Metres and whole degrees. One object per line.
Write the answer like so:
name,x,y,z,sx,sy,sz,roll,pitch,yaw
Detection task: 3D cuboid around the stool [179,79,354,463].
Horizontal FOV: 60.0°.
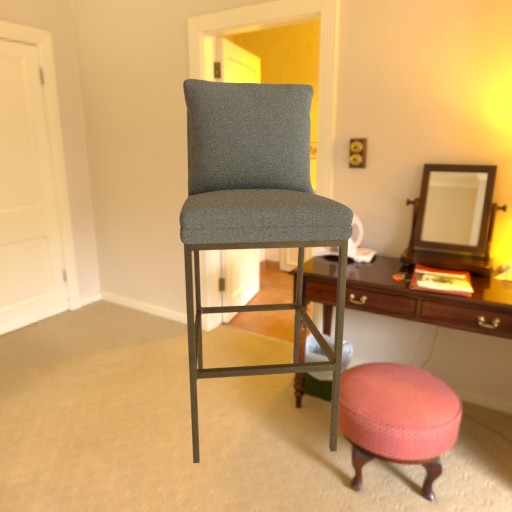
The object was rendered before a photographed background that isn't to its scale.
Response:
stool,0.000,0.000,1.467,0.463,1.132,0.569,-2,15,-7
